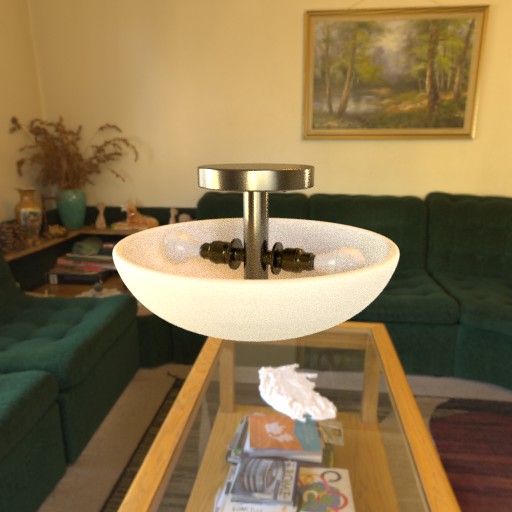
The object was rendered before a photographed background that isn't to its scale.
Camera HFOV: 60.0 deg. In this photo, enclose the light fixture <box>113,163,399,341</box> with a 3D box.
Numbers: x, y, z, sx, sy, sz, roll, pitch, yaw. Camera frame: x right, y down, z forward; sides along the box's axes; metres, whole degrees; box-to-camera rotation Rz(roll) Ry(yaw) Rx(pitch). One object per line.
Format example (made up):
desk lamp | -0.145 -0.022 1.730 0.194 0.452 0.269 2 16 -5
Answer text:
light fixture | 0.000 0.000 0.538 0.330 0.214 0.330 0 14 0
